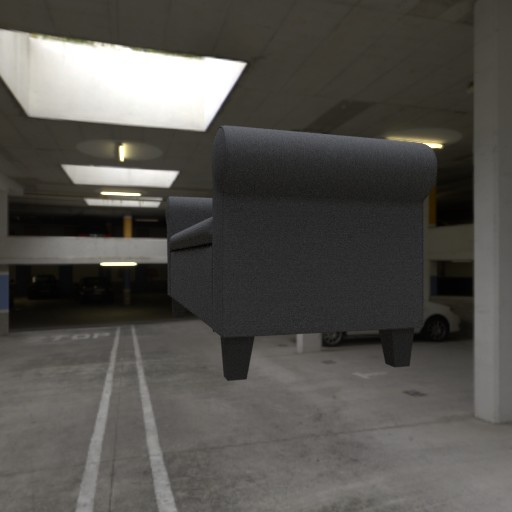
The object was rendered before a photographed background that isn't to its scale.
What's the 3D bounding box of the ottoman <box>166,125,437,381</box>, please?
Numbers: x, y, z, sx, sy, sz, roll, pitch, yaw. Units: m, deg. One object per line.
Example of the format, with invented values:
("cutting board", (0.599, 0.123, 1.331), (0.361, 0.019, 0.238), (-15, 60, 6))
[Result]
("ottoman", (0.000, 0.000, 1.552), (0.521, 0.547, 1.256), (0, 0, -17))
